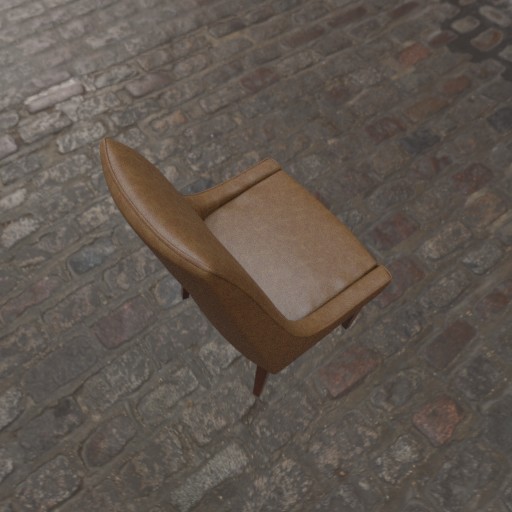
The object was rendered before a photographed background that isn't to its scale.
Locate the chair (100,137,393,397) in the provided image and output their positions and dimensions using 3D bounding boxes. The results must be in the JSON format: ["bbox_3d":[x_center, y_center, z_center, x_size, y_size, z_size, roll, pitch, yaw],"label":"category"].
[{"bbox_3d":[0.000,0.000,1.174,0.544,0.861,0.529,-34,66,-18],"label":"chair"}]
